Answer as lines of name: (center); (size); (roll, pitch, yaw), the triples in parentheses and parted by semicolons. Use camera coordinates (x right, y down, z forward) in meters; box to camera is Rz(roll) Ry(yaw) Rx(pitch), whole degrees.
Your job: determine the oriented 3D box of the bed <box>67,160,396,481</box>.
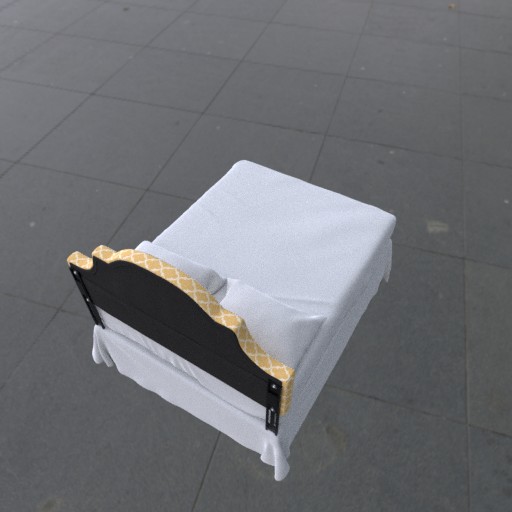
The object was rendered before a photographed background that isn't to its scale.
bed: (0.000, 0.000, 3.348); (1.780, 1.633, 2.222); (25, 52, 21)
